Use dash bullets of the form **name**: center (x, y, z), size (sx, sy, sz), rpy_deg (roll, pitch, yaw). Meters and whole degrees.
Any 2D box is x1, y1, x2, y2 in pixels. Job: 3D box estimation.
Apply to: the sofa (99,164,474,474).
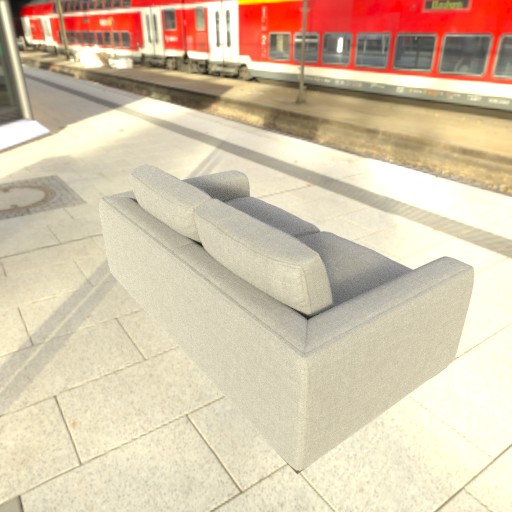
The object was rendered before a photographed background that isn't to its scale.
- **sofa**: center (0.000, 0.000, 2.416), size (1.069, 0.800, 1.920), rpy_deg (-19, 33, -32)
